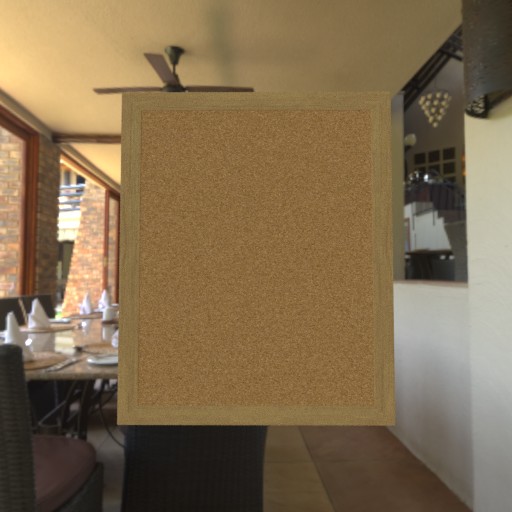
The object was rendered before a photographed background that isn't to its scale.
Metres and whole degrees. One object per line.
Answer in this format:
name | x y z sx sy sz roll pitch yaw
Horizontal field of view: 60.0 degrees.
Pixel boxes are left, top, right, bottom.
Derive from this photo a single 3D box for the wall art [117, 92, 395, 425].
wall art | 0.000 0.000 0.756 0.460 0.561 0.020 0 -3 0
